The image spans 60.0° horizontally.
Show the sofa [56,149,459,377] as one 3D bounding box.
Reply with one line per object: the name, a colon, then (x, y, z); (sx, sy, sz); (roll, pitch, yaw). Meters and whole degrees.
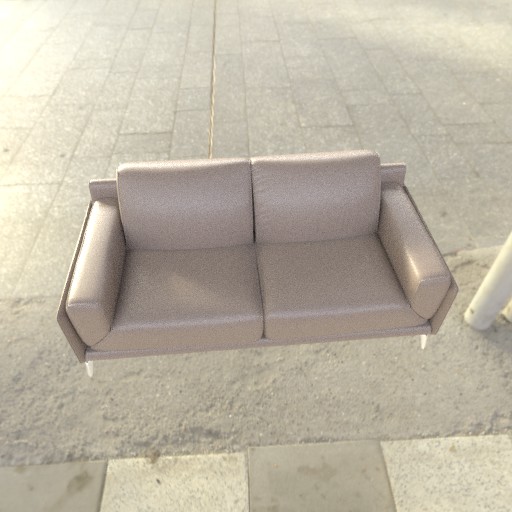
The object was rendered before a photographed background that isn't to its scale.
sofa: (0.000, 0.000, 2.660); (2.101, 0.930, 1.049); (-4, 46, -4)
